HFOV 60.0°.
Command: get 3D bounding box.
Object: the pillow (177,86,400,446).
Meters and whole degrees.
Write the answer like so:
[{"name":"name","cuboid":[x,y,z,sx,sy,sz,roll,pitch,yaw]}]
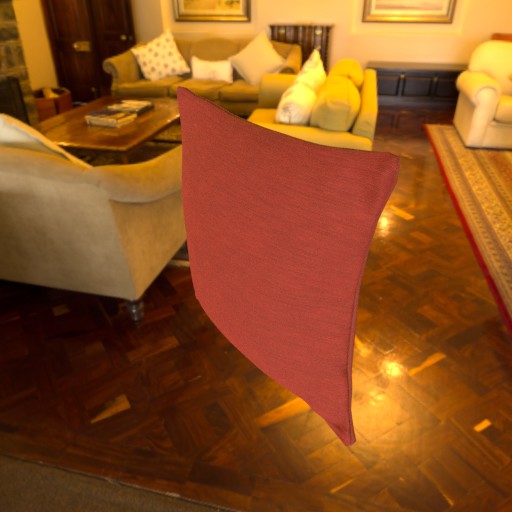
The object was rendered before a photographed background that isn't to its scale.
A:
[{"name":"pillow","cuboid":[0.000,0.000,0.653,0.151,0.416,0.435,-20,37,-30]}]
